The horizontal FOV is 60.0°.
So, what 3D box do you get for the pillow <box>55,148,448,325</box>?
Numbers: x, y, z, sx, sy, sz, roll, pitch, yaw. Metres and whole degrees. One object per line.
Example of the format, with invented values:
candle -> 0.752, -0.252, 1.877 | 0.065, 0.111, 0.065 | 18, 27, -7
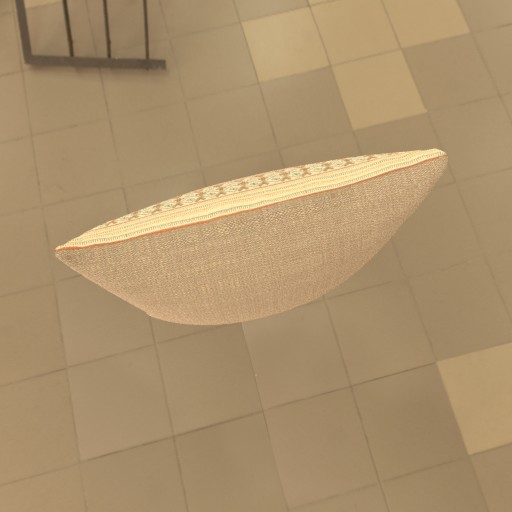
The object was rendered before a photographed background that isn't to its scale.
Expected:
pillow -> 0.000, 0.000, 0.797 | 0.521, 0.519, 0.215 | -15, 75, -4
